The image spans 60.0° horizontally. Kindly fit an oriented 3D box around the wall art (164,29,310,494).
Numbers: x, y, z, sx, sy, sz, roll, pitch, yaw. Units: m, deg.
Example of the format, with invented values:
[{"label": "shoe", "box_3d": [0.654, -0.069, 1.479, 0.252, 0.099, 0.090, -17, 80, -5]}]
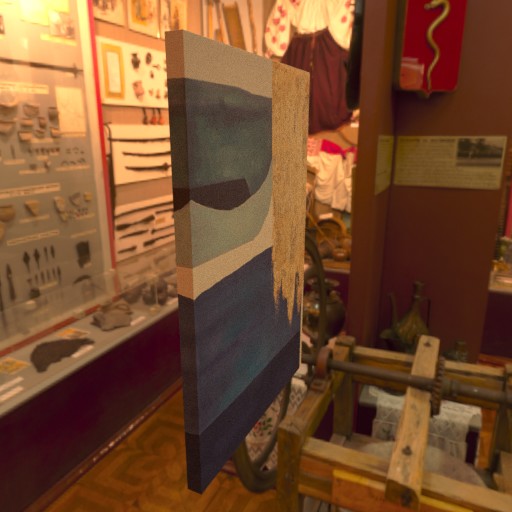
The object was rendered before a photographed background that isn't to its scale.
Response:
[{"label": "wall art", "box_3d": [0.000, 0.000, 1.103, 0.039, 0.911, 0.607, 7, 17, 25]}]
